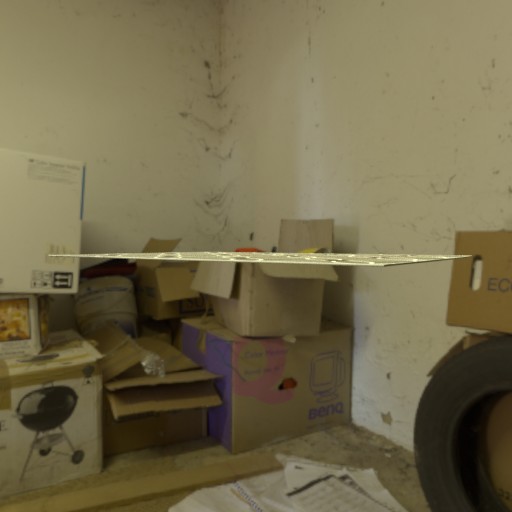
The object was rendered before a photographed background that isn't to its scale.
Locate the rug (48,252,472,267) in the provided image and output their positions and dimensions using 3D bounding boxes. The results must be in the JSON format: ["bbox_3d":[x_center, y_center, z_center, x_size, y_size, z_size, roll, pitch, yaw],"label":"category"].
[{"bbox_3d":[0.000,0.000,2.849,2.284,0.008,1.522,1,2,36],"label":"rug"}]
